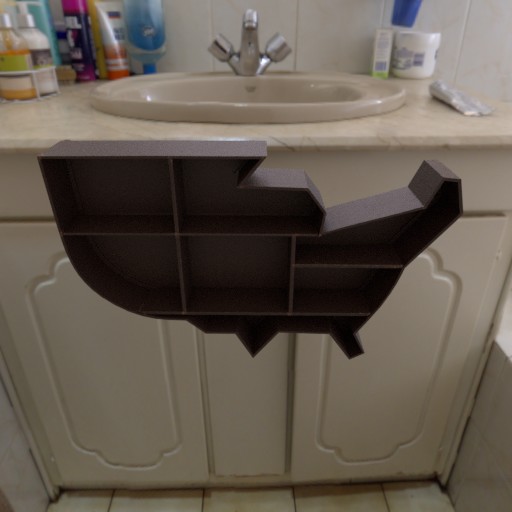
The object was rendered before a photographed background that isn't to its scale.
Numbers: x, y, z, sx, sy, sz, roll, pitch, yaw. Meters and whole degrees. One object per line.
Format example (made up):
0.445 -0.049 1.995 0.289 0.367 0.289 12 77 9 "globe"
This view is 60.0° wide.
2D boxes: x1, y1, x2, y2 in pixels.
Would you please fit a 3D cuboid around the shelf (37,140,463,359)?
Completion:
0.000 0.000 0.888 0.729 0.439 0.112 0 29 1 "shelf"
